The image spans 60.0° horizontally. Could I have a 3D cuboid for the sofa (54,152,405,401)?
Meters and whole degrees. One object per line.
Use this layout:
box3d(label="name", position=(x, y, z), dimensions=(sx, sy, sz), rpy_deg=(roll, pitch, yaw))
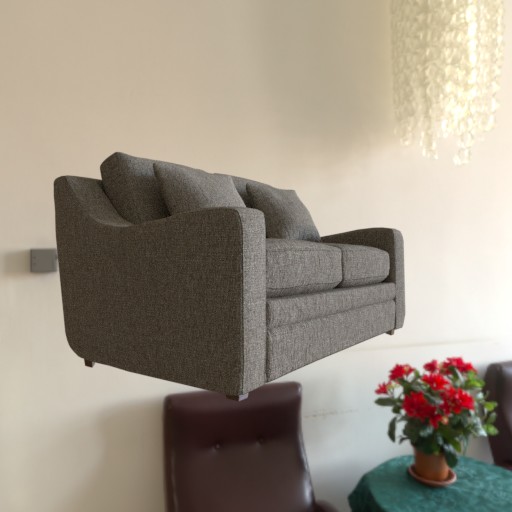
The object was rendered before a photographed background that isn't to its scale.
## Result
box3d(label="sofa", position=(0.000, 0.000, 2.440), dimensions=(1.120, 0.991, 1.778), rpy_deg=(0, 0, 36))
